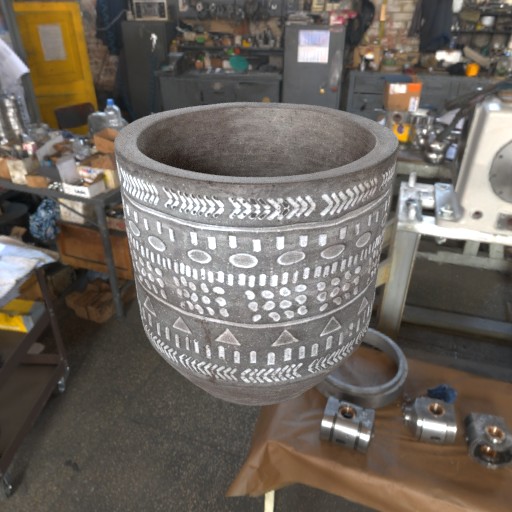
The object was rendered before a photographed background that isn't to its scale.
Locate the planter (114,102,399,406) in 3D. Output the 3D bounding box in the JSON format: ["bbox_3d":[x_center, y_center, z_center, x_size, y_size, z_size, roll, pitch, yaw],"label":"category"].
[{"bbox_3d":[0.000,0.000,0.227,0.122,0.128,0.122,0,31,0],"label":"planter"}]
